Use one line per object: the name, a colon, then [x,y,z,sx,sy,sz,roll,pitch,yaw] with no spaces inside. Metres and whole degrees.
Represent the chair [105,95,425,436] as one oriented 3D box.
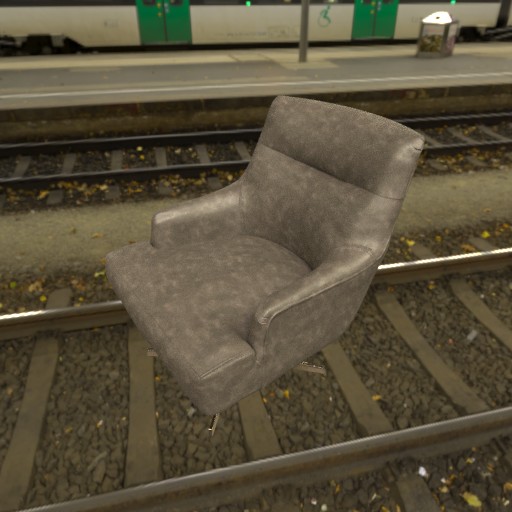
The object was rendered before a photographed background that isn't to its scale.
chair: [0.000,0.000,1.508,0.874,0.870,0.738,-19,36,-29]
